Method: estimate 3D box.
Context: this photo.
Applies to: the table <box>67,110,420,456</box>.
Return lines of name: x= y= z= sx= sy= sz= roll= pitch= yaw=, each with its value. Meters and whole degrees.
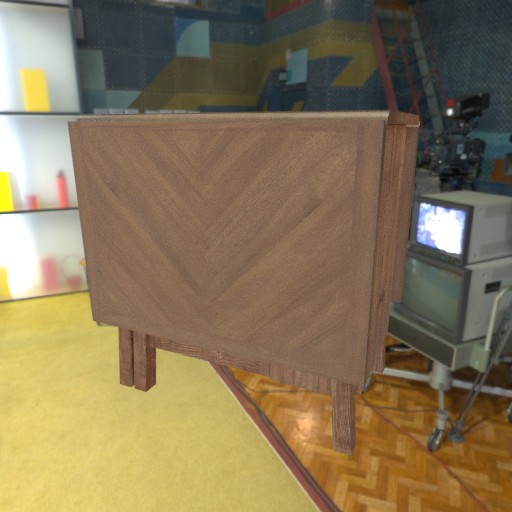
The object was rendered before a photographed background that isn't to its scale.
table: x=0.000 y=0.000 z=1.616 sx=0.967 sy=0.981 sz=0.701 roll=8 pitch=18 yaw=24
